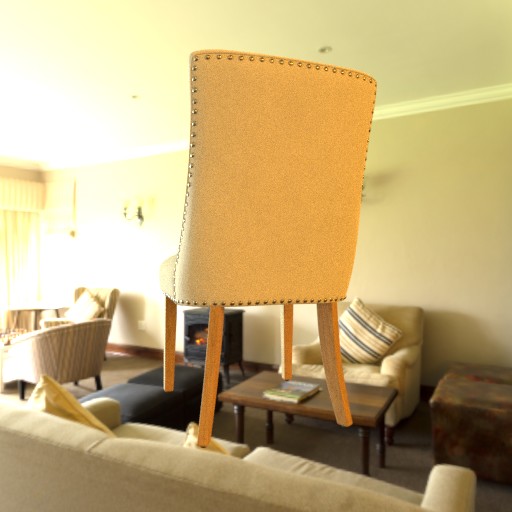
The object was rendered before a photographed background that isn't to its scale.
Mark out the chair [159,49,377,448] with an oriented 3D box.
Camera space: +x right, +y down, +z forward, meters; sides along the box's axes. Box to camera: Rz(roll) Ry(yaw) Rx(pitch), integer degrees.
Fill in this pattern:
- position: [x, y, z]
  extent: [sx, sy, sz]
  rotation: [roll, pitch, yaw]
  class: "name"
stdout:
- position: [0.000, 0.000, 1.270]
  extent: [0.495, 0.902, 0.610]
  rotation: [0, 0, -19]
  class: "chair"
